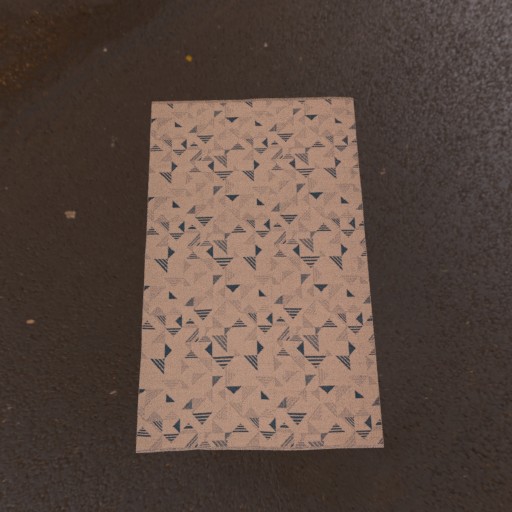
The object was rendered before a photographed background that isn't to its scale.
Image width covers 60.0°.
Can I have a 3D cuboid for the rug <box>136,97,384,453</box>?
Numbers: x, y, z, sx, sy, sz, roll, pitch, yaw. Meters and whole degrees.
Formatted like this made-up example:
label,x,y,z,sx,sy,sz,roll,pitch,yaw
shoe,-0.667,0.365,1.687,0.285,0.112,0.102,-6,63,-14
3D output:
label,x,y,z,sx,sy,sz,roll,pitch,yaw
rug,0.000,0.000,3.017,1.512,0.009,2.457,-1,75,0
